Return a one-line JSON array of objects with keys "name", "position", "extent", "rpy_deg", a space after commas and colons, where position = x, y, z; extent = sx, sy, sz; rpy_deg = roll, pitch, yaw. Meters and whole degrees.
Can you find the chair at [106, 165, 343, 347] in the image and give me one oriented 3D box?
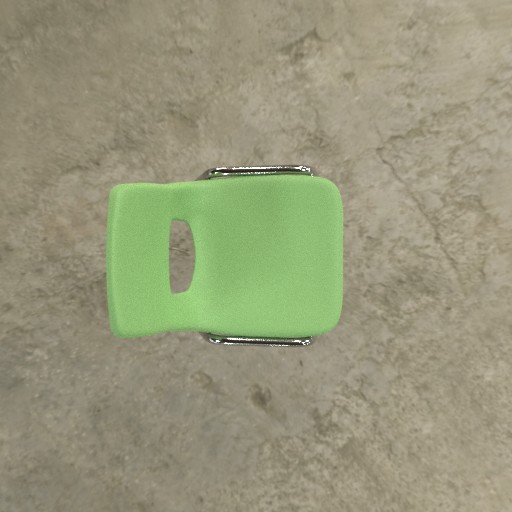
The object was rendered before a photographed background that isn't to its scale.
[{"name": "chair", "position": [0.000, 0.000, 0.961], "extent": [0.436, 0.704, 0.381], "rpy_deg": [0, 91, -1]}]
